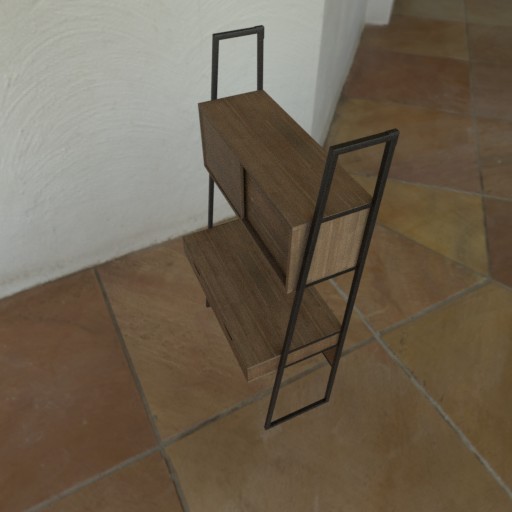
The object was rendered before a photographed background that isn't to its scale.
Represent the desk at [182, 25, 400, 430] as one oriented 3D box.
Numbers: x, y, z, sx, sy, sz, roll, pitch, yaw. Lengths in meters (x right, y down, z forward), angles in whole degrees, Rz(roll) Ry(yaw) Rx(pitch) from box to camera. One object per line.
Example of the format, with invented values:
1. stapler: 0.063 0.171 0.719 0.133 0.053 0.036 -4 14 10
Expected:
1. desk: 0.000 0.000 2.230 0.515 1.809 0.982 -18 49 -17
